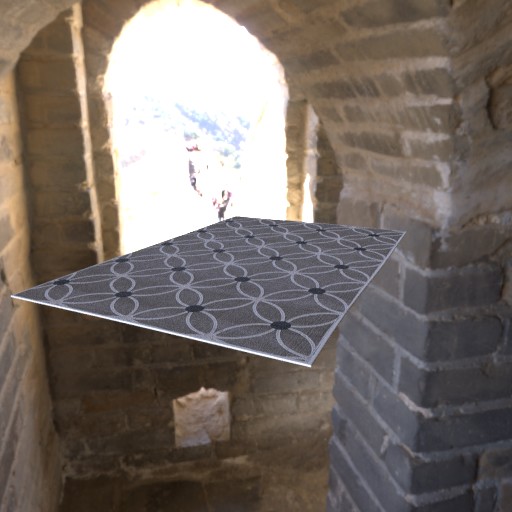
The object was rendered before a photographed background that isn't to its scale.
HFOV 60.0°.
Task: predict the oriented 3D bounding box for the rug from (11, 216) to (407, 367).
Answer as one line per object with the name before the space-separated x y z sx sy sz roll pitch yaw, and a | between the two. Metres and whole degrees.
rug | 0.000 0.000 2.794 1.522 0.008 2.284 8 18 25
